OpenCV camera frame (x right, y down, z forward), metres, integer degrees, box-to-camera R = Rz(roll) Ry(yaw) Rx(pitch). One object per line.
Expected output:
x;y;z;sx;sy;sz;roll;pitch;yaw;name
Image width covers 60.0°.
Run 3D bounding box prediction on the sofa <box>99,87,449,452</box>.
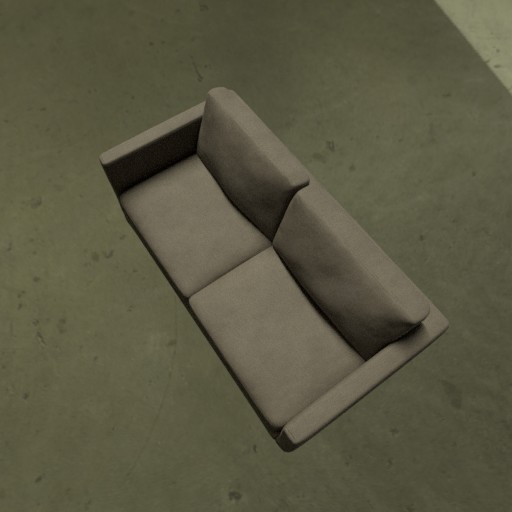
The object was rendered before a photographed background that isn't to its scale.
0.000;0.000;2.529;0.950;0.963;1.884;-32;68;-15;sofa
